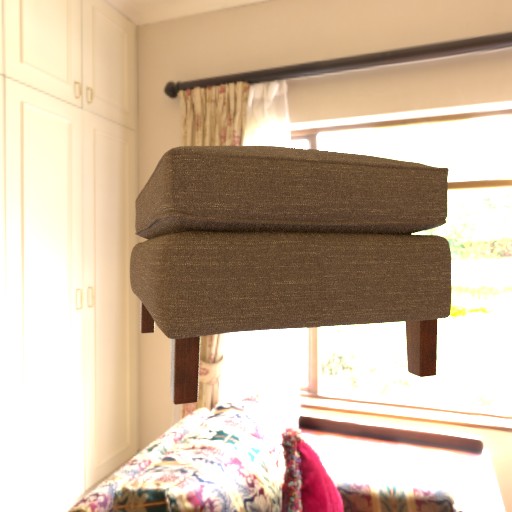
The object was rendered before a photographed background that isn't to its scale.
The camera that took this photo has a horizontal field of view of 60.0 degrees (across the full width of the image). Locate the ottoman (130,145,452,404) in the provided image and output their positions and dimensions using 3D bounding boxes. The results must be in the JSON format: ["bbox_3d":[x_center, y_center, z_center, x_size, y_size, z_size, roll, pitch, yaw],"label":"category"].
[{"bbox_3d":[0.000,0.000,0.963,0.508,0.406,0.686,0,1,-19],"label":"ottoman"}]
